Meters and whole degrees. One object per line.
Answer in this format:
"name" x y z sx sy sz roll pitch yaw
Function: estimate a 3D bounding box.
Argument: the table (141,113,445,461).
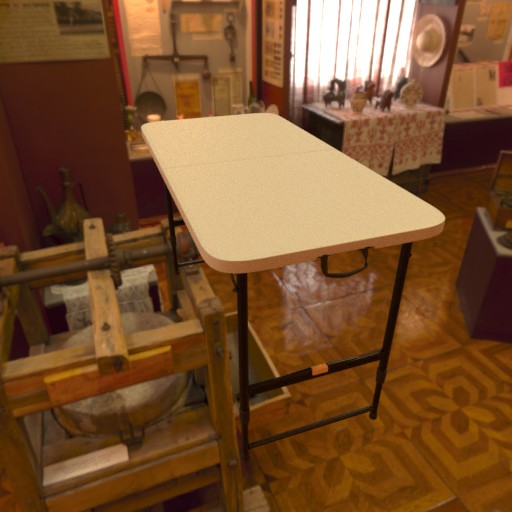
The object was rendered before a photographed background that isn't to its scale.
"table" 0.000 0.000 1.641 0.611 0.737 1.245 -10 32 -17
